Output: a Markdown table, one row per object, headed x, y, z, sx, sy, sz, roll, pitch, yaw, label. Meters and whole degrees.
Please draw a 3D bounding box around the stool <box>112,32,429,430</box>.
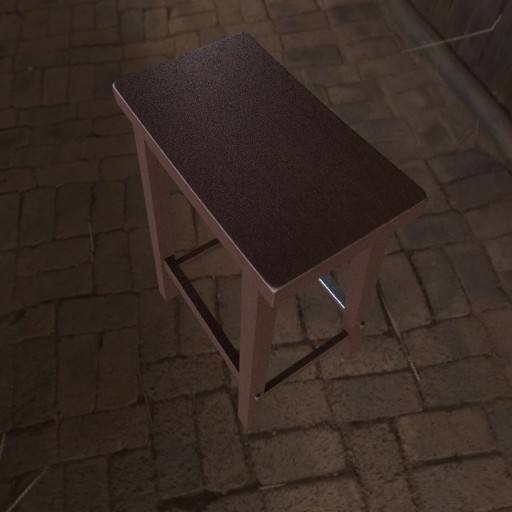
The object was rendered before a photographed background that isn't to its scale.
| x | y | z | sx | sy | sz | roll | pitch | yaw | label |
| --- | --- | --- | --- | --- | --- | --- | --- | --- | --- |
| 0.000 | 0.000 | 0.838 | 0.322 | 0.610 | 0.406 | -30 | 63 | -17 | stool |
